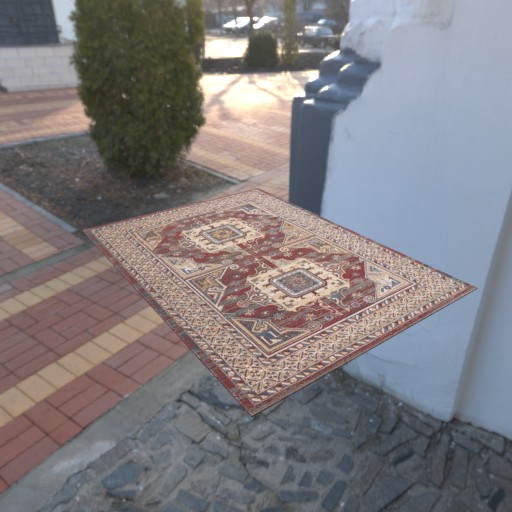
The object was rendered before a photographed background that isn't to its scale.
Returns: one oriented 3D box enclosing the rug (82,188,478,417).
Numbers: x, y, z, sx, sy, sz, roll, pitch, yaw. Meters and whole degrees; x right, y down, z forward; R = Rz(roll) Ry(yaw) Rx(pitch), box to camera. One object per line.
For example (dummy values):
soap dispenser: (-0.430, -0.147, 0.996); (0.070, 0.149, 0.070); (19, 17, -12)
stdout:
rug: (0.000, 0.000, 4.329); (2.381, 0.013, 3.197); (-19, 33, -31)
